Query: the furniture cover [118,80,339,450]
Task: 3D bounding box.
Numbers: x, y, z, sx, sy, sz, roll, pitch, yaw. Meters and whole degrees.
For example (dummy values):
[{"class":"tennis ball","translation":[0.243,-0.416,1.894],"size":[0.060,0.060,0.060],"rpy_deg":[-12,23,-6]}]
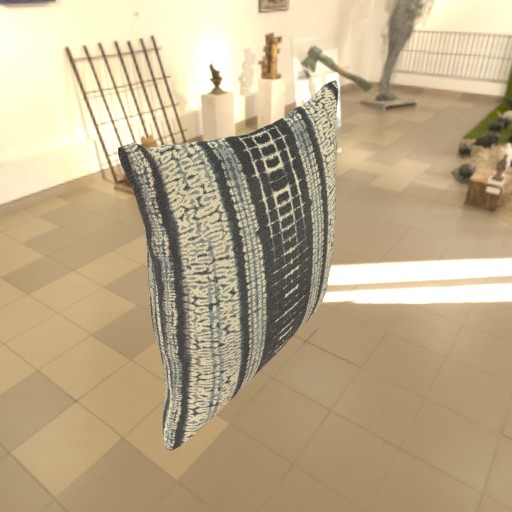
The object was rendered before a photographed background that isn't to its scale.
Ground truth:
[{"class":"furniture cover","translation":[0.000,0.000,0.655],"size":[0.133,0.435,0.425],"rpy_deg":[21,37,30]}]
